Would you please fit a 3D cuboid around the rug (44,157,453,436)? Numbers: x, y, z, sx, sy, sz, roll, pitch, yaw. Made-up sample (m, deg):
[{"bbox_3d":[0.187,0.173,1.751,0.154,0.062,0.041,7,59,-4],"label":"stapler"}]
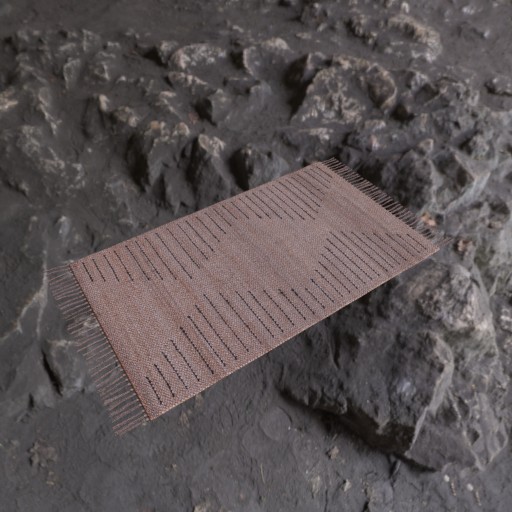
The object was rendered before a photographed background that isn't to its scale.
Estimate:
[{"bbox_3d":[0.000,0.000,2.061,1.718,0.017,0.905,-26,51,-23],"label":"rug"}]
